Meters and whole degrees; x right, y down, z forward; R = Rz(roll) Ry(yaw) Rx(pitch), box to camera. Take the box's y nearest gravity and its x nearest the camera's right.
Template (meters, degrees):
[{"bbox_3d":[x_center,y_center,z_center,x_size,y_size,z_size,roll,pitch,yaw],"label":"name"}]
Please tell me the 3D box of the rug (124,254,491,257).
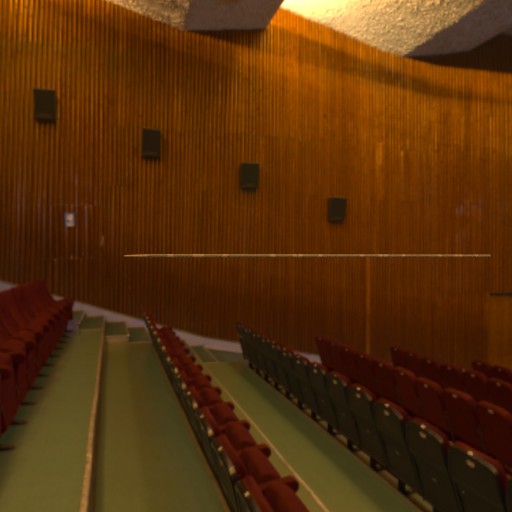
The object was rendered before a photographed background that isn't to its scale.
[{"bbox_3d":[0.000,0.000,2.669,1.451,0.010,2.080,0,0,-19],"label":"rug"}]
